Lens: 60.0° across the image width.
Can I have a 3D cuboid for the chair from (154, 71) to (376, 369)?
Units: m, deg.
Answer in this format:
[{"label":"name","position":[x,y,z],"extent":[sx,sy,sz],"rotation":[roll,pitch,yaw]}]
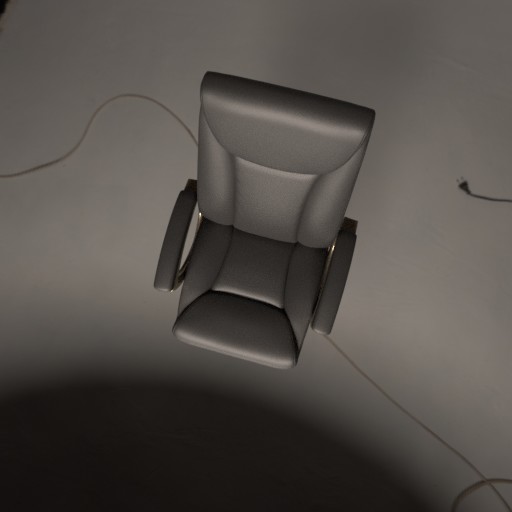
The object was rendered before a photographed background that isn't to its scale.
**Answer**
[{"label":"chair","position":[0.000,0.000,1.659],"extent":[0.694,1.188,0.748],"rotation":[15,75,4]}]
